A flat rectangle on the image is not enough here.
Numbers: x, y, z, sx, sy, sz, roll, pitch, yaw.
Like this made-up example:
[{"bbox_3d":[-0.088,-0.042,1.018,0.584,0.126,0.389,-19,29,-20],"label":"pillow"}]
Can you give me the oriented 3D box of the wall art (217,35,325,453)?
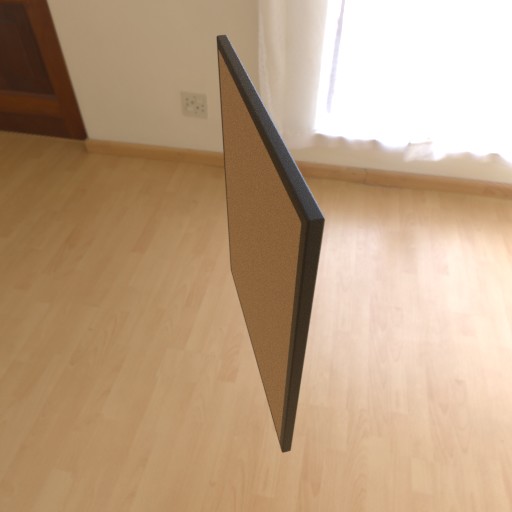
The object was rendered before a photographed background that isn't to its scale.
[{"bbox_3d":[0.000,0.000,0.789,0.018,0.582,0.481,-10,47,-10],"label":"wall art"}]
